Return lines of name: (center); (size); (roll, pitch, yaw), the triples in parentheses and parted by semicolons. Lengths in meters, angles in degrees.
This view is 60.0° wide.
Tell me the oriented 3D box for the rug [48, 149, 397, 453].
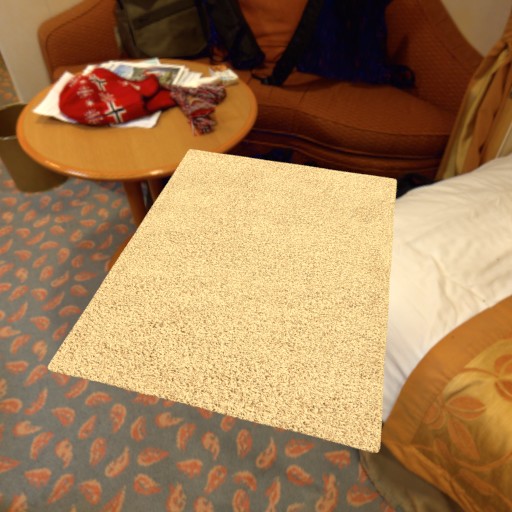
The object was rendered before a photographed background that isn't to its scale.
rug: (0.000, 0.000, 4.104); (2.438, 0.029, 3.047); (11, 47, 10)
